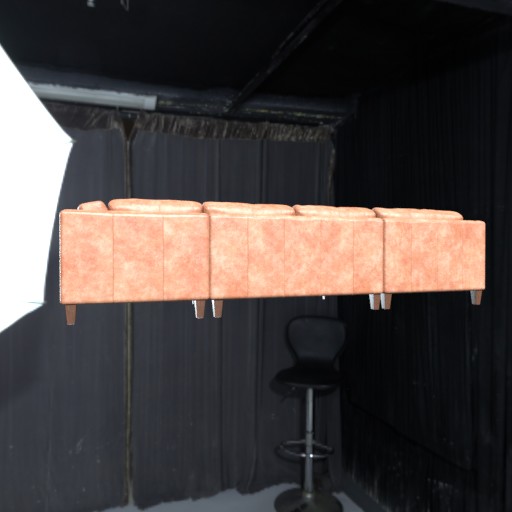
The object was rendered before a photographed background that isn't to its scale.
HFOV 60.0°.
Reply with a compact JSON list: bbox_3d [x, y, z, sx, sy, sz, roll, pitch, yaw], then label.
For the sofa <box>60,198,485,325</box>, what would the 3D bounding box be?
[{"bbox_3d":[0.000,0.000,4.446,3.401,0.832,2.430,0,1,-19],"label":"sofa"}]
